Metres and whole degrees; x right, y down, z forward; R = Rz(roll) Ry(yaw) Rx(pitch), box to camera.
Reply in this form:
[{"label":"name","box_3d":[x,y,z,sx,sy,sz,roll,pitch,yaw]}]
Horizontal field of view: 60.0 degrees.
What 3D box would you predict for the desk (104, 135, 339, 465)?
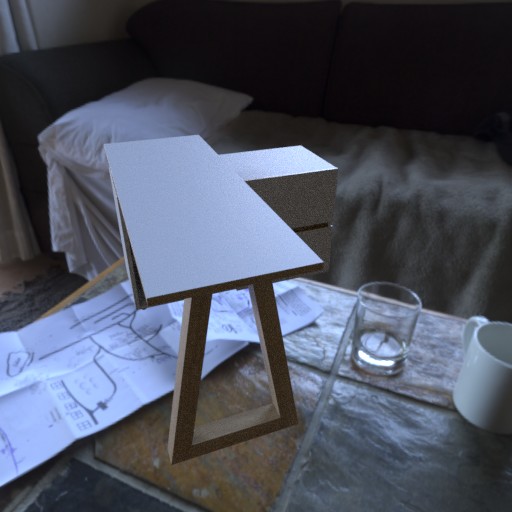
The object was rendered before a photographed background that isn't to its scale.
[{"label":"desk","box_3d":[0.000,0.000,2.006,1.098,0.755,1.404,-11,32,-18]}]
